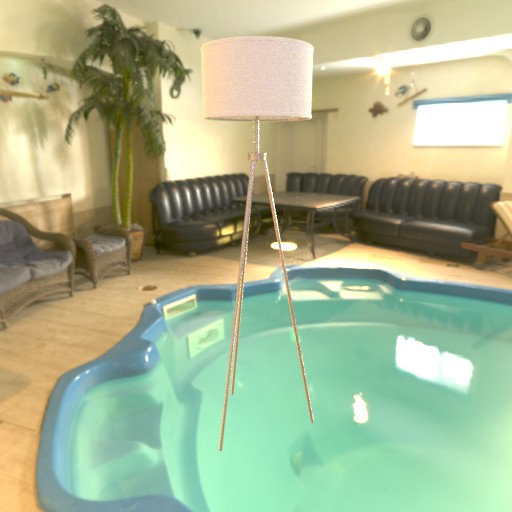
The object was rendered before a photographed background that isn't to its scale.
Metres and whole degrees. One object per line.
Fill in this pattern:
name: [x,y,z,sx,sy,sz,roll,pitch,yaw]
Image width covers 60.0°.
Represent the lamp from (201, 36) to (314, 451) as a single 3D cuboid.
lamp: [0.000,0.000,1.782,0.448,1.545,0.458,7,16,27]
